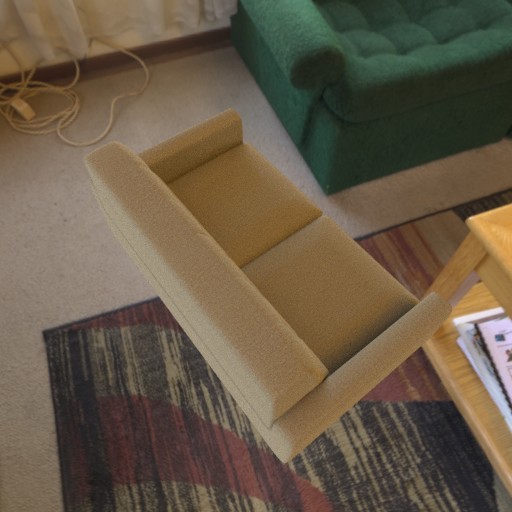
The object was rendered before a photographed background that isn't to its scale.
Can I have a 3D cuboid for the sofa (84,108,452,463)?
[{"bbox_3d":[0.000,0.000,2.250,0.952,0.925,1.651,-33,64,-19],"label":"sofa"}]
